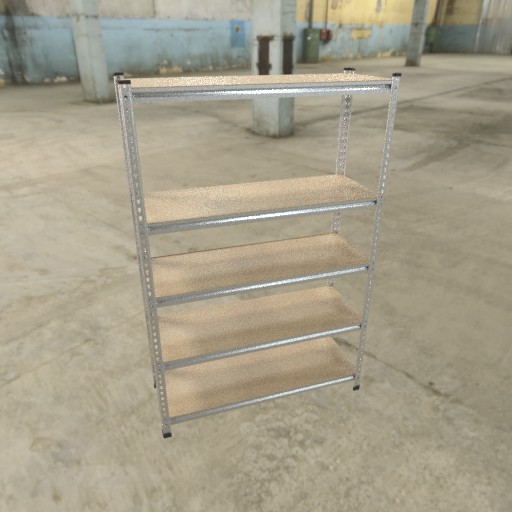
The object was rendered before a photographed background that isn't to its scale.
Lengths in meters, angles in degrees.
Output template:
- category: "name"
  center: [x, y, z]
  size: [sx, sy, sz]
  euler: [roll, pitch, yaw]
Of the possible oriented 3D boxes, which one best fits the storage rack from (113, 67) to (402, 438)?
- category: "storage rack"
  center: [0.000, 0.000, 2.389]
  size: [1.219, 1.829, 0.457]
  euler: [-8, 27, -16]
